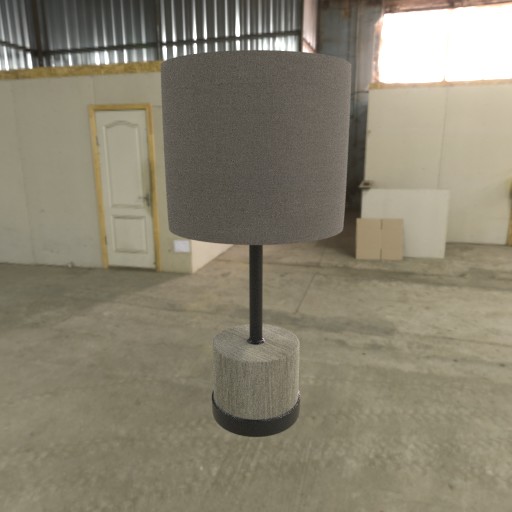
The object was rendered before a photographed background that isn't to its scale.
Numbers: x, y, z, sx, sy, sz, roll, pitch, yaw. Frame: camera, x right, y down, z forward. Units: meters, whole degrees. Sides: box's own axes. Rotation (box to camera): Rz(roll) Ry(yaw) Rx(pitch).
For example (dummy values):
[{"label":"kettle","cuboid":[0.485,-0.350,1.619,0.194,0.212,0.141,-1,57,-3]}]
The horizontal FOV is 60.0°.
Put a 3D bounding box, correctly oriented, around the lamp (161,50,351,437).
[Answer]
[{"label":"lamp","cuboid":[0.000,0.000,0.597,0.229,0.470,0.229,13,20,42]}]
